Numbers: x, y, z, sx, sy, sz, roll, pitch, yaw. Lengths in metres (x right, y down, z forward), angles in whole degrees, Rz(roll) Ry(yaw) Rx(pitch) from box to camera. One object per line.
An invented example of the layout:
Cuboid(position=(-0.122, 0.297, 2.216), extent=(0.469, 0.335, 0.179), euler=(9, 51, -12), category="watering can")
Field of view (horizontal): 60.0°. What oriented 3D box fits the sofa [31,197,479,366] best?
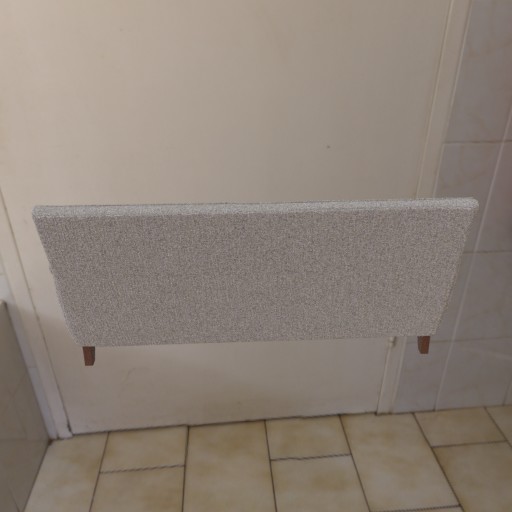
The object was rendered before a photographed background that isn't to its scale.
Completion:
Cuboid(position=(0.000, 0.000, 2.514), extent=(2.026, 0.942, 0.854), euler=(-1, 28, -3), category="sofa")
